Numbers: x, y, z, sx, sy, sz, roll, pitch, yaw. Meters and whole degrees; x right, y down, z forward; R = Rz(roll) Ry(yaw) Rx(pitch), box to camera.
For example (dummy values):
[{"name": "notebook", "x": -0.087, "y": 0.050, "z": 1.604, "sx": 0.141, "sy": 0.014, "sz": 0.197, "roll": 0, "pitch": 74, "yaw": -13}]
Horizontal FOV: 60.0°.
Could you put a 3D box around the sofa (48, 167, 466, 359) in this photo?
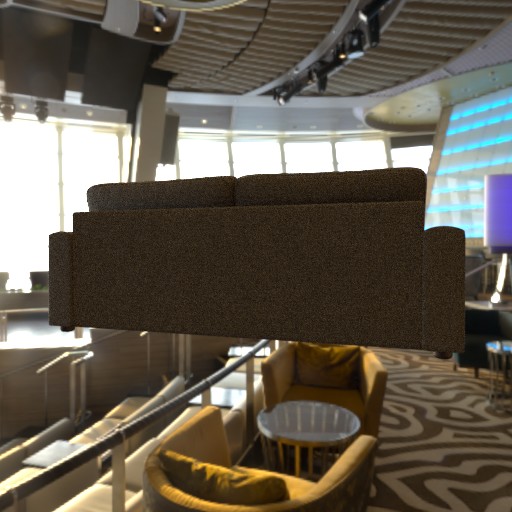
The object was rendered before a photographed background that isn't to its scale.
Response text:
[{"name": "sofa", "x": 0.000, "y": 0.000, "z": 2.669, "sx": 2.179, "sy": 0.873, "sz": 1.016, "roll": 0, "pitch": 1, "yaw": 18}]
